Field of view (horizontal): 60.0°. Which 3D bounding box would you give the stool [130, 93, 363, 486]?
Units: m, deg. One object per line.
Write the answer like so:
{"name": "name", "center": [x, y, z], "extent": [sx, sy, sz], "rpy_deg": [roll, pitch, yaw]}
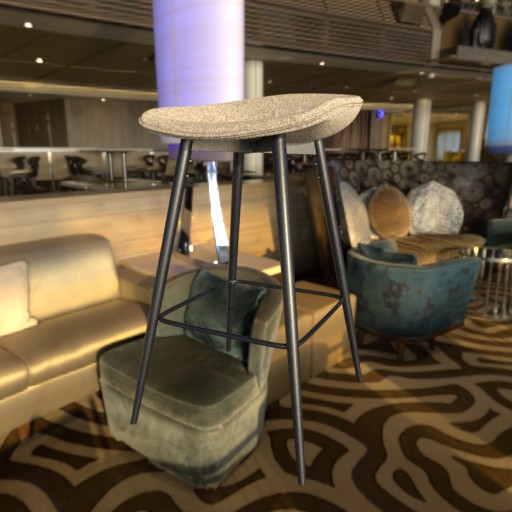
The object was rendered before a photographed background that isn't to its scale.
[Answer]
{"name": "stool", "center": [0.000, 0.000, 1.120], "extent": [0.469, 0.814, 0.480], "rpy_deg": [7, 15, 26]}
